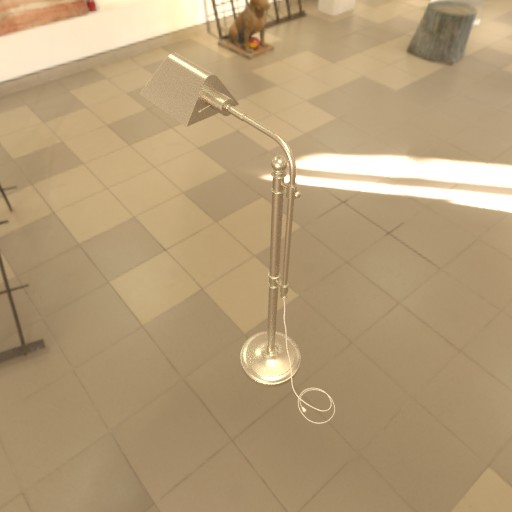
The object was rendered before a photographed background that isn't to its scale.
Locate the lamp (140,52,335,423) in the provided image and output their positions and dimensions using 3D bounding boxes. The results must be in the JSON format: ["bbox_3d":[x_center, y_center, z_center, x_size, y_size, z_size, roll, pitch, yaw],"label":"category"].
[{"bbox_3d":[0.000,0.000,0.945,0.159,0.708,0.546,-32,55,-26],"label":"lamp"}]
